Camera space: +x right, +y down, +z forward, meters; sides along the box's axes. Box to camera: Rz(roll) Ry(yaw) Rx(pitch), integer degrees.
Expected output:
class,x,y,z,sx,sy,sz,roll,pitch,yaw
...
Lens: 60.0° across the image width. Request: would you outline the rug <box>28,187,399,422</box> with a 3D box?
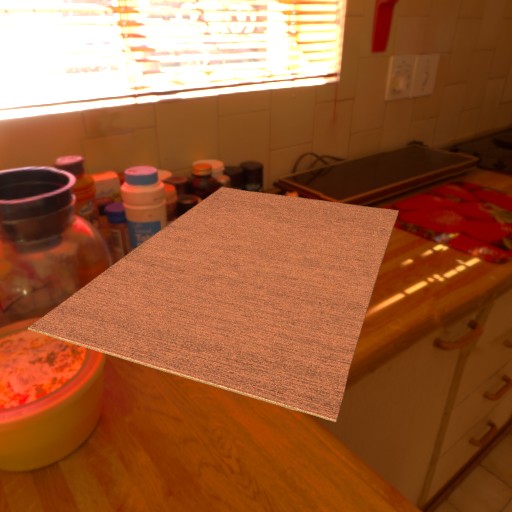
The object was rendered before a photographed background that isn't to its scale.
class,x,y,z,sx,sy,sz,roll,pitch,yaw
rug,0.000,0.000,2.970,1.616,0.030,2.338,11,30,19
